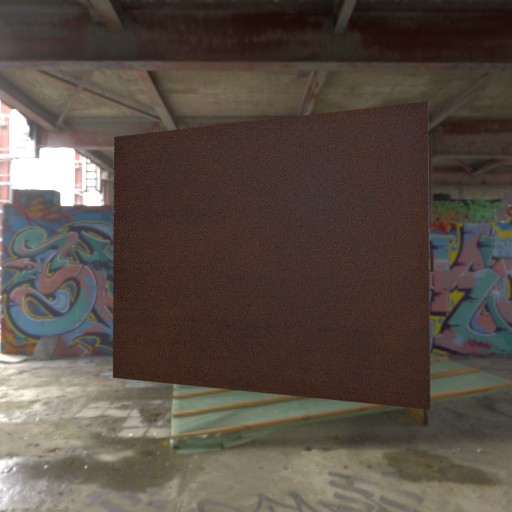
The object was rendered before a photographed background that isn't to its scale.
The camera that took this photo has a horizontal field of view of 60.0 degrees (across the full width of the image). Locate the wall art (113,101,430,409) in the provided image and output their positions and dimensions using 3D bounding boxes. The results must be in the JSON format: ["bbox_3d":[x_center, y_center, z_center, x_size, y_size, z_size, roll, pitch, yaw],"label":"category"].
[{"bbox_3d":[0.000,0.000,0.552,0.401,0.328,0.030,0,-1,19],"label":"wall art"}]
